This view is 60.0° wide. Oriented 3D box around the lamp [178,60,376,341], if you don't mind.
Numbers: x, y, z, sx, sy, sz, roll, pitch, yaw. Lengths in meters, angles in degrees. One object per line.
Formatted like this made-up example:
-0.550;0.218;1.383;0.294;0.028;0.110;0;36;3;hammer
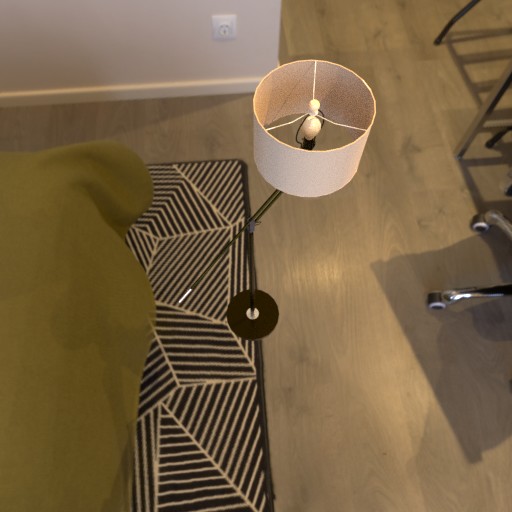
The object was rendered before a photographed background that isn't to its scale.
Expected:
0.000;0.000;2.027;0.809;1.635;0.373;-32;69;-14;lamp
